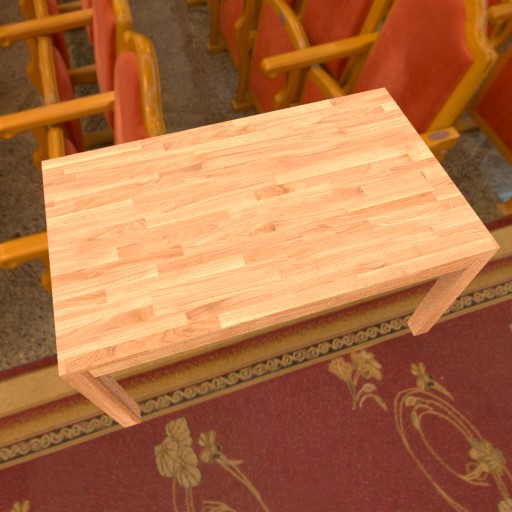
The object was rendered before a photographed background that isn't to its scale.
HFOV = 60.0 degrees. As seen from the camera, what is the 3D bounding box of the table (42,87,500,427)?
[{"bbox_3d":[0.000,0.000,1.977,1.500,0.770,0.900,-15,59,-9],"label":"table"}]
